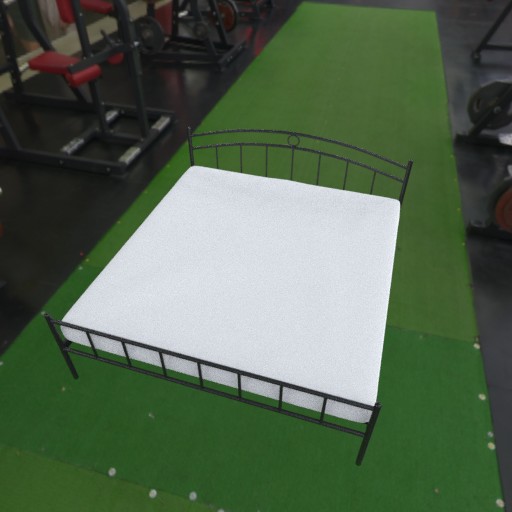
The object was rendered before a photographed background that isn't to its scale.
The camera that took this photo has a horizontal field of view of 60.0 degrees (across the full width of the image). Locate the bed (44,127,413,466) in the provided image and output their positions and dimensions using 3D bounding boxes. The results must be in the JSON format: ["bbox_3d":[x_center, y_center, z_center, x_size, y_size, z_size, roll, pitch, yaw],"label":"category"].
[{"bbox_3d":[0.000,0.000,3.119,1.880,0.940,2.040,12,43,13],"label":"bed"}]
